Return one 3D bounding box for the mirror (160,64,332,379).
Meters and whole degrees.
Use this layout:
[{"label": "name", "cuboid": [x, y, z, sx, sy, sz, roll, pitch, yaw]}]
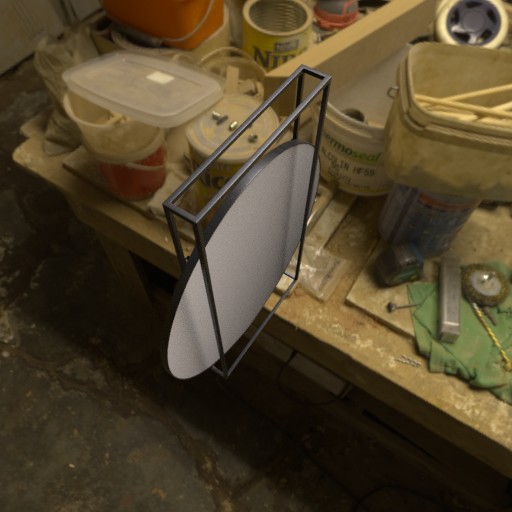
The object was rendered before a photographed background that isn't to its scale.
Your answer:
[{"label": "mirror", "cuboid": [0.000, 0.000, 0.830, 0.051, 0.603, 0.508, 30, 63, 17]}]
